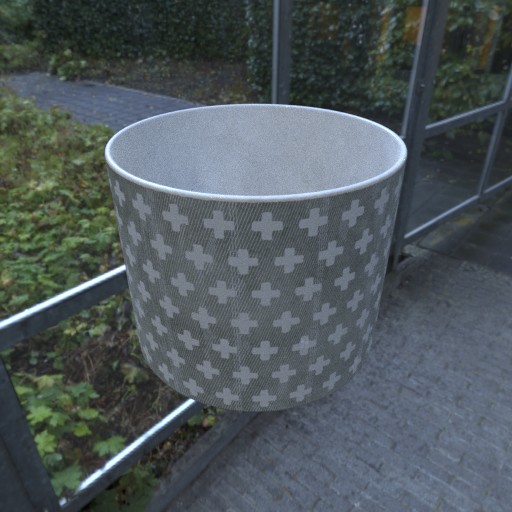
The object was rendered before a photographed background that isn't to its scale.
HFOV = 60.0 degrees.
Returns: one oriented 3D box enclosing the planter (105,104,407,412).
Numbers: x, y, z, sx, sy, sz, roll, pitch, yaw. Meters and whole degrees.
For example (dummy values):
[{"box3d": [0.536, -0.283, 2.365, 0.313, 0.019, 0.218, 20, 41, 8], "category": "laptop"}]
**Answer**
[{"box3d": [0.000, 0.000, 0.443, 0.250, 0.239, 0.250, 0, 32, 0], "category": "planter"}]
